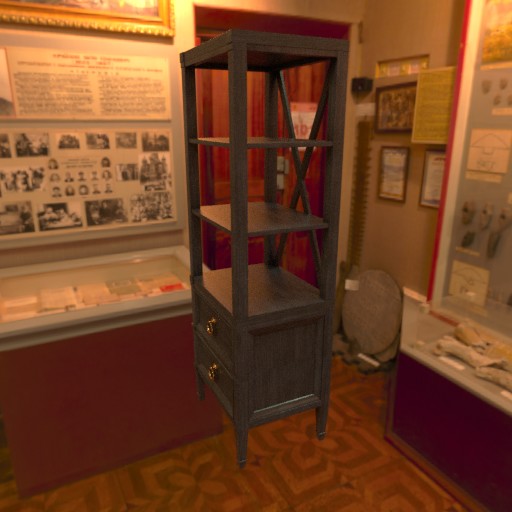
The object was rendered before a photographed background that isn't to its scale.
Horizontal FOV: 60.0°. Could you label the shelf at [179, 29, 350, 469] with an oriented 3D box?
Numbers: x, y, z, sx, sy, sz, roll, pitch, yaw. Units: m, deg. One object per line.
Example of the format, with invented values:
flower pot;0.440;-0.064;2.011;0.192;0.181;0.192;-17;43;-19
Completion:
shelf;0.000;0.000;2.006;0.472;1.727;0.584;-8;19;-25
